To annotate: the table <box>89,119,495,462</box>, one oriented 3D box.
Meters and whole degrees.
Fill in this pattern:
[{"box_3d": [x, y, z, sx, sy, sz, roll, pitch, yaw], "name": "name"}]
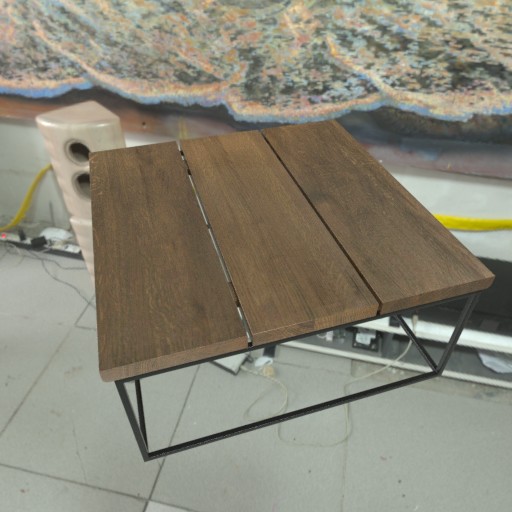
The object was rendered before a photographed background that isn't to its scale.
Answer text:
[{"box_3d": [0.000, 0.000, 1.396, 0.900, 0.400, 0.900, -11, 43, -13], "name": "table"}]
